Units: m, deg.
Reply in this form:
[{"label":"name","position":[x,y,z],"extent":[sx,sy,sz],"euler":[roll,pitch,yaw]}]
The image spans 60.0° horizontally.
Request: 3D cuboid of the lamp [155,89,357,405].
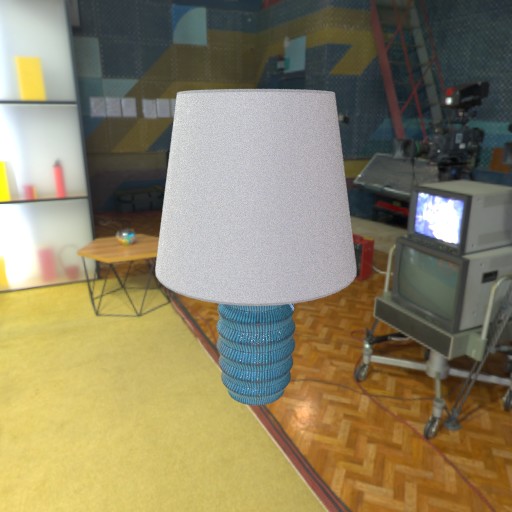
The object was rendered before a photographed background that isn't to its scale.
[{"label":"lamp","position":[0.000,0.000,0.569],"extent":[0.254,0.392,0.254],"euler":[0,18,0]}]
